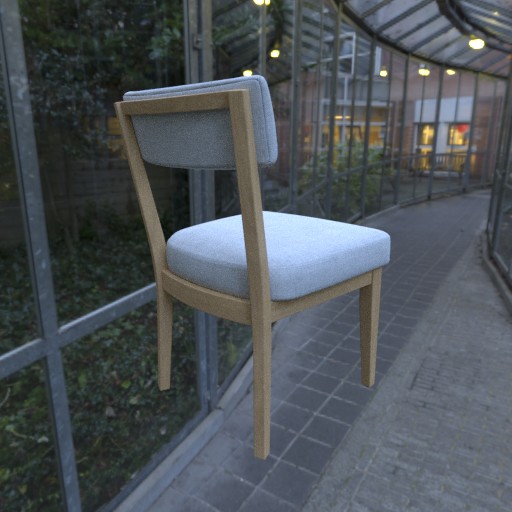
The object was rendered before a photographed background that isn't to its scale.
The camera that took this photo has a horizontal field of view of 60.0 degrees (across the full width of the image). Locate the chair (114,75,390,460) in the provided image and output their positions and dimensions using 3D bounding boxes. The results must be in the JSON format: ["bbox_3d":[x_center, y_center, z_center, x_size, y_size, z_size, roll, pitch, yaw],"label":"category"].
[{"bbox_3d":[0.000,0.000,1.195,0.572,0.832,0.508,-15,21,-43],"label":"chair"}]
